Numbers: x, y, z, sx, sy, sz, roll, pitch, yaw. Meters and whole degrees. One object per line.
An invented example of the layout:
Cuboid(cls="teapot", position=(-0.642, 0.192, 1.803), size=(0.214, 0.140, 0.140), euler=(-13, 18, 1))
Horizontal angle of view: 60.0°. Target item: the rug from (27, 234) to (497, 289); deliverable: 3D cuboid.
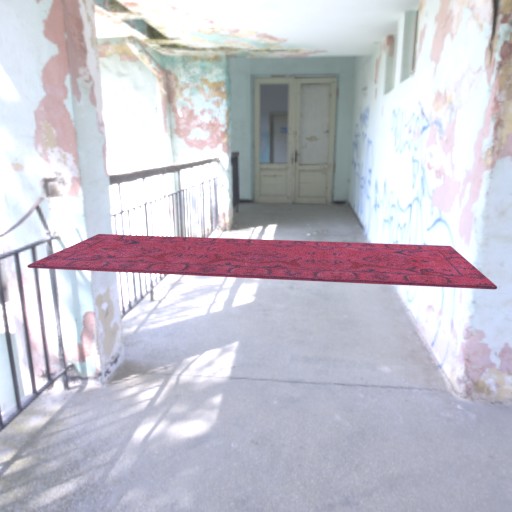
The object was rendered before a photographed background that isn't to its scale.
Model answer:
Cuboid(cls="rug", position=(0.000, 0.000, 2.661), size=(2.439, 0.018, 0.813), euler=(2, 15, 8))
